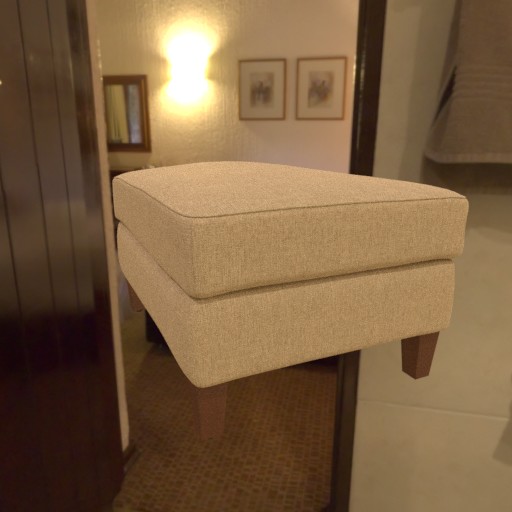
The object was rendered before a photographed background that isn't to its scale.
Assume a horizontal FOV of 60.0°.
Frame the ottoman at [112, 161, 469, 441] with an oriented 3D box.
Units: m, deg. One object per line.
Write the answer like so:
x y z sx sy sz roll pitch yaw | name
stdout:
0.000 0.000 1.282 0.677 0.519 0.898 -7 16 -24 | ottoman
